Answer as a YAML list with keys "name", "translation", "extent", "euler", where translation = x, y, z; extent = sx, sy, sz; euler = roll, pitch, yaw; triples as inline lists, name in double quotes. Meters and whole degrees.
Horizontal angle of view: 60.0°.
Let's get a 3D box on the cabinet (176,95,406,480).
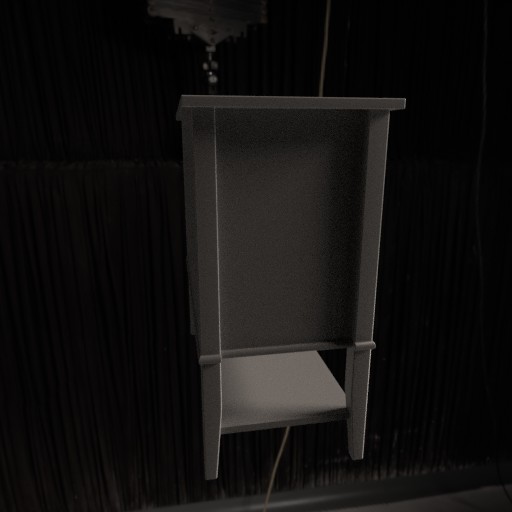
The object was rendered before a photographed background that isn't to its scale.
- name: "cabinet"
  translation: [0.000, 0.000, 1.239]
  extent: [0.396, 0.780, 0.801]
  euler: [-3, 16, -10]
